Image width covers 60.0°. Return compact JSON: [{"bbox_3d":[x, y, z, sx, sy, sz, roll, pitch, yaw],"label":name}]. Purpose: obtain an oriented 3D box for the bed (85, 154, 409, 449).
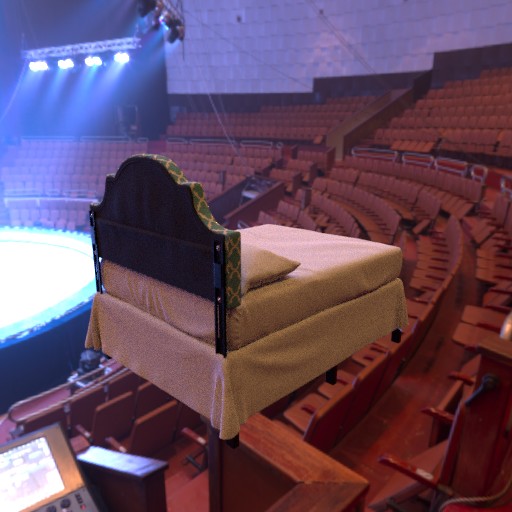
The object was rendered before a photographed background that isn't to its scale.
[{"bbox_3d":[0.000,0.000,3.542,2.222,1.633,1.780,-14,20,-43],"label":"bed"}]
